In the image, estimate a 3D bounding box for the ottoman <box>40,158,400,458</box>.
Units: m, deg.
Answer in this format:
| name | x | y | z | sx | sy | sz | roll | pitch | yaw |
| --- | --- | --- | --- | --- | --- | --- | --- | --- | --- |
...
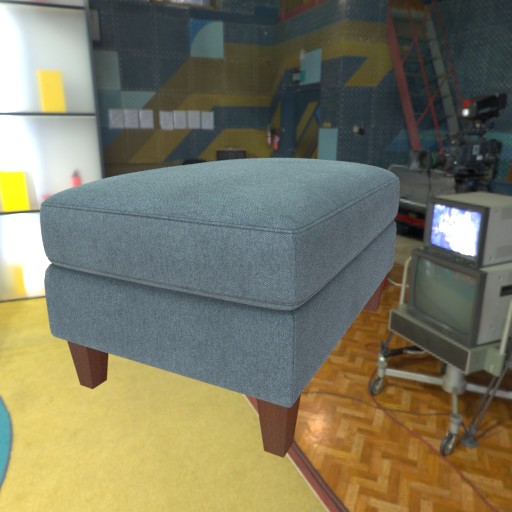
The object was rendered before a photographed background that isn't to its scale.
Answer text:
| name | x | y | z | sx | sy | sz | roll | pitch | yaw |
| --- | --- | --- | --- | --- | --- | --- | --- | --- | --- |
| ottoman | 0.000 | 0.000 | 1.163 | 0.584 | 0.483 | 0.864 | 8 | 18 | 26 |
